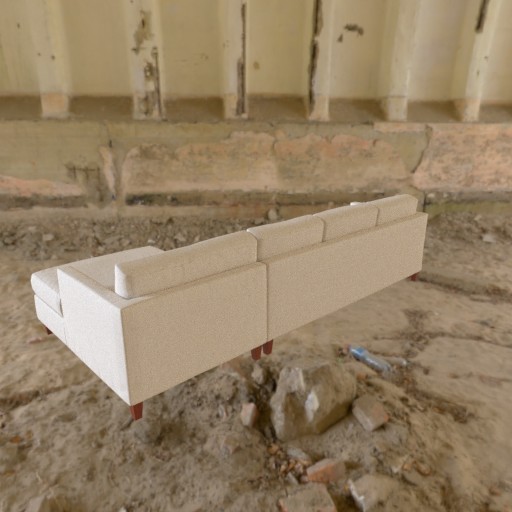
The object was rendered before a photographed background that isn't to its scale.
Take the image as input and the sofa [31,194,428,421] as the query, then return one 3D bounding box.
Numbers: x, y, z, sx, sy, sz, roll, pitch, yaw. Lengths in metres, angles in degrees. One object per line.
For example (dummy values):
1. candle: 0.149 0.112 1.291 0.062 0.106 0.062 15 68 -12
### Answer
1. sofa: 0.000 0.000 4.104 3.471 0.954 1.606 -16 24 -40
